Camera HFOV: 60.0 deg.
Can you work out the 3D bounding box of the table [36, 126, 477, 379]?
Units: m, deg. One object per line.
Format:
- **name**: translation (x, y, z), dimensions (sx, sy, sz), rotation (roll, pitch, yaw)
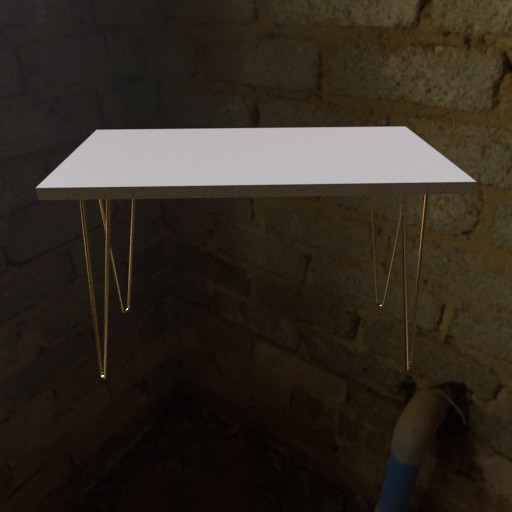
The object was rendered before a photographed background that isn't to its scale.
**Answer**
- **table**: translation (0.000, 0.000, 1.374), dimensions (0.991, 0.660, 0.498), rotation (-1, 30, -2)
